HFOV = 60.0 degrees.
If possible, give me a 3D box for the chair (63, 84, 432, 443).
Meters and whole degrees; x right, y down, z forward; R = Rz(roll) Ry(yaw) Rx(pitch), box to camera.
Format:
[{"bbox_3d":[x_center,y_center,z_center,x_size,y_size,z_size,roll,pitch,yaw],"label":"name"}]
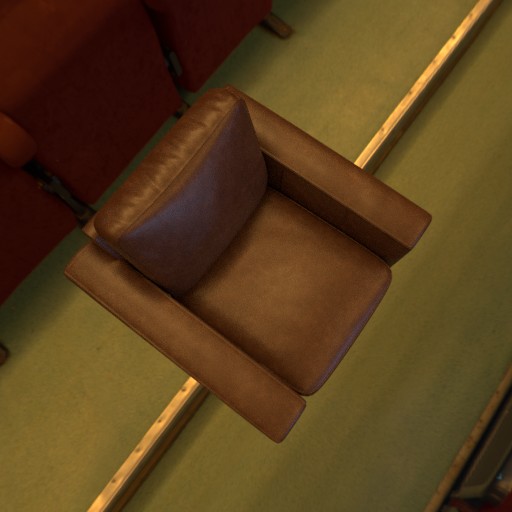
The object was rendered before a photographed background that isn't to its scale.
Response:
[{"bbox_3d":[0.000,0.000,1.745,1.016,0.873,1.005,36,78,9],"label":"chair"}]
